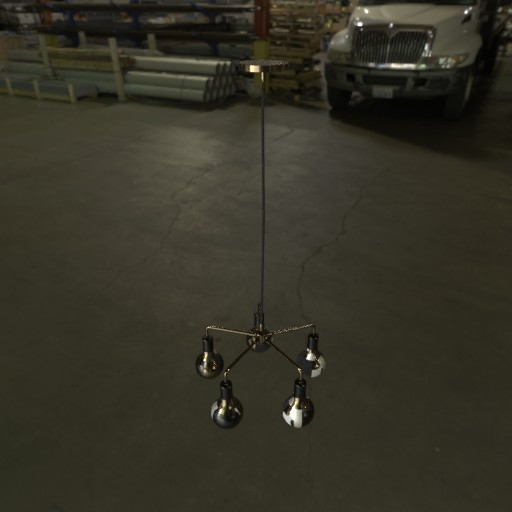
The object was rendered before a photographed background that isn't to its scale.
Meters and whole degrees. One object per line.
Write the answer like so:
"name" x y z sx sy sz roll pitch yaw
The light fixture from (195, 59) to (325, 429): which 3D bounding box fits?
"light fixture" 0.000 0.000 1.226 0.421 0.988 0.438 8 31 14
